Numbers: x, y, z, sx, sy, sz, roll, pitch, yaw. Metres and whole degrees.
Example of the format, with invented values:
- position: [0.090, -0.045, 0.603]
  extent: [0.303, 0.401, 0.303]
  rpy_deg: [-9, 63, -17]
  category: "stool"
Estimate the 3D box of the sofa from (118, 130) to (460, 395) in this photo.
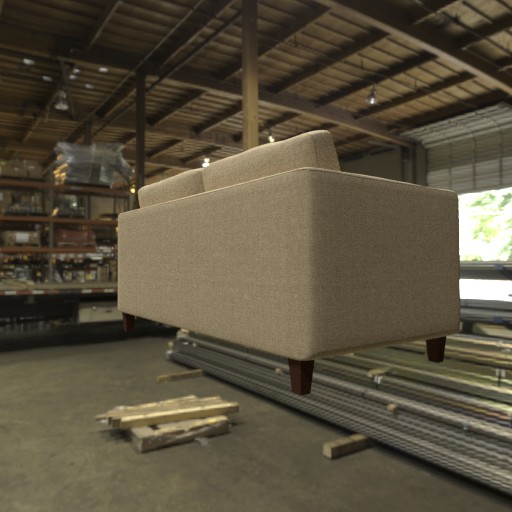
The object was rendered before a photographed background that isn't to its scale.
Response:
- position: [0.000, 0.000, 2.448]
  extent: [0.950, 0.963, 1.884]
  rpy_deg: [0, -1, -36]
  category: "sofa"
